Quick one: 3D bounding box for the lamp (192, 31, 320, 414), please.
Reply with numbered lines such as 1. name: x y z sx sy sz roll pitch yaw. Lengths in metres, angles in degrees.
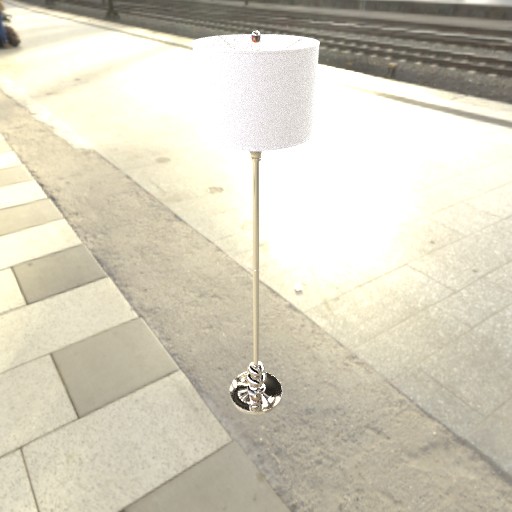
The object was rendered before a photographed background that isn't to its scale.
1. lamp: 0.000 0.000 1.635 0.356 1.487 0.356 -22 39 -31
